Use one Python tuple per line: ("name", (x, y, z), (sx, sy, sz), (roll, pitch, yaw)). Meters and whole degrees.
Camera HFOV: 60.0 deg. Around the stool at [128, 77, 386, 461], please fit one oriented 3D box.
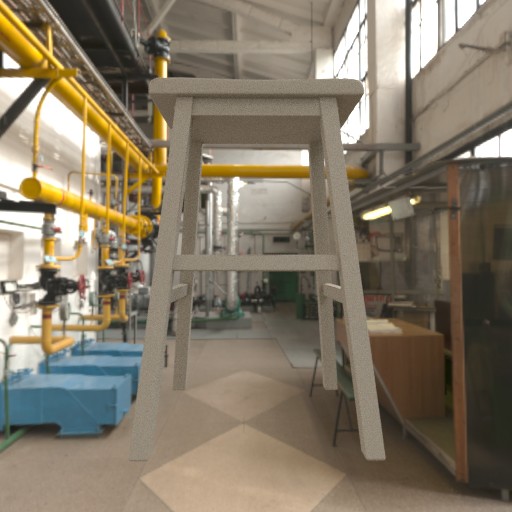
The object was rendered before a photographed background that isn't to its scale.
("stool", (0.000, 0.000, 1.032), (0.457, 0.737, 0.476), (0, -1, -1))
